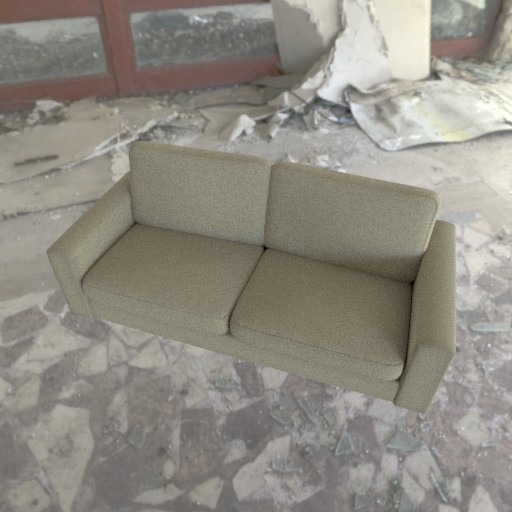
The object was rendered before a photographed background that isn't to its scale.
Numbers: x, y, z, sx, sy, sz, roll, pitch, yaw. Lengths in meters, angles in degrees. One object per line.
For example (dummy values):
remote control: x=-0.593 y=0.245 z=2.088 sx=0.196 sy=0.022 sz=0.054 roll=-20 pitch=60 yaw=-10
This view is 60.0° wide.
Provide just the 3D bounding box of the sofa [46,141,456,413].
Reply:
sofa: x=0.000 y=0.000 z=2.617 sx=2.179 sy=0.873 sz=1.016 roll=13 pitch=43 yaw=14
